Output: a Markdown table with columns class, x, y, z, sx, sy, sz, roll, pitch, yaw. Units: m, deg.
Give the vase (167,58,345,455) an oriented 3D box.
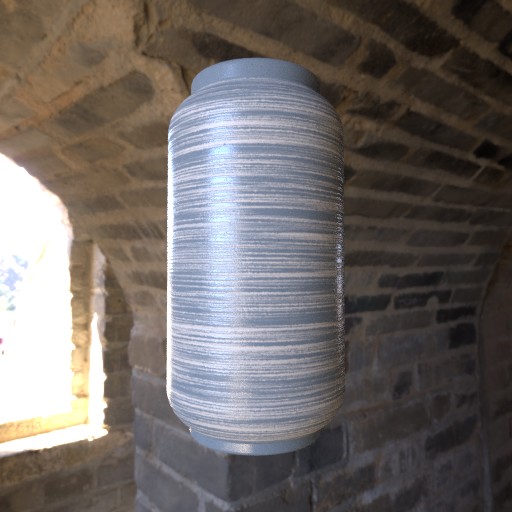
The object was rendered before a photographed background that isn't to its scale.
| class | x | y | z | sx | sy | sz | roll | pitch | yaw |
| --- | --- | --- | --- | --- | --- | --- | --- | --- | --- |
| vase | 0.000 | 0.000 | 0.297 | 0.116 | 0.230 | 0.116 | 0 | -2 | 0 |
